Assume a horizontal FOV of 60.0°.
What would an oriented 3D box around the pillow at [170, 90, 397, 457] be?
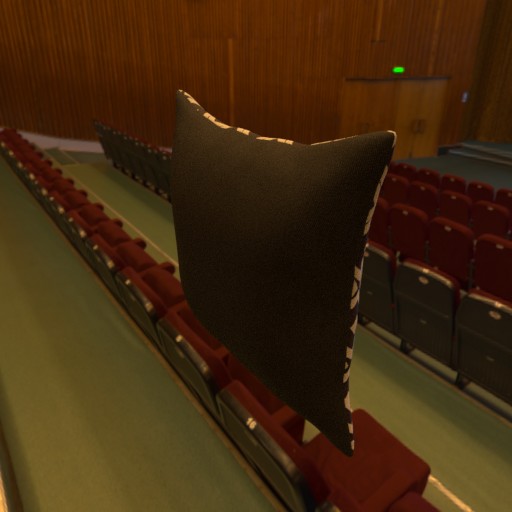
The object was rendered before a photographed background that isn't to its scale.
[{"bbox_3d":[0.000,0.000,0.757,0.188,0.494,0.504,-18,31,-32],"label":"pillow"}]
